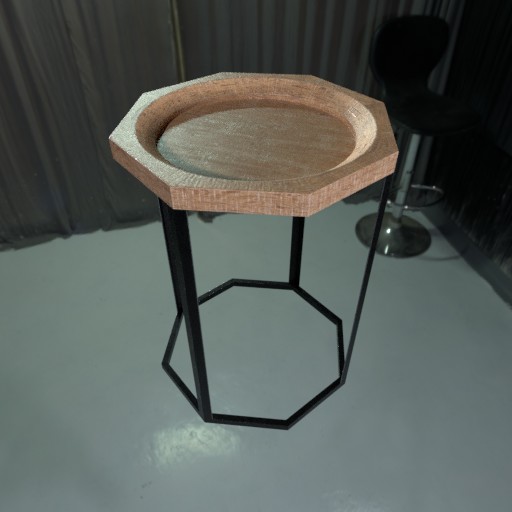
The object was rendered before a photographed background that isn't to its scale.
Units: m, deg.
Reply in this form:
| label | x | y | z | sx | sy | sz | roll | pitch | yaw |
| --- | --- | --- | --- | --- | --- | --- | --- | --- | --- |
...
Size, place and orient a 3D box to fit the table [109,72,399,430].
| label | x | y | z | sx | sy | sz | roll | pitch | yaw |
| --- | --- | --- | --- | --- | --- | --- | --- | --- | --- |
| table | 0.000 | 0.000 | 0.857 | 0.437 | 0.553 | 0.437 | -11 | 42 | -13 |
